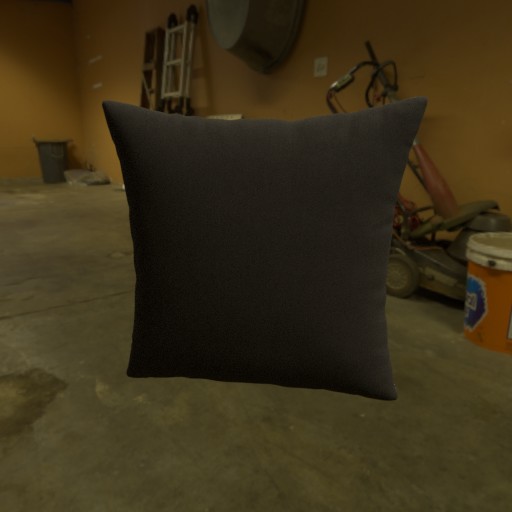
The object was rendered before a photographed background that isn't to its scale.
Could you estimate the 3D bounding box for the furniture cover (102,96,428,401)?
[{"bbox_3d":[0.000,0.000,0.757,0.511,0.509,0.161,2,16,9],"label":"furniture cover"}]
